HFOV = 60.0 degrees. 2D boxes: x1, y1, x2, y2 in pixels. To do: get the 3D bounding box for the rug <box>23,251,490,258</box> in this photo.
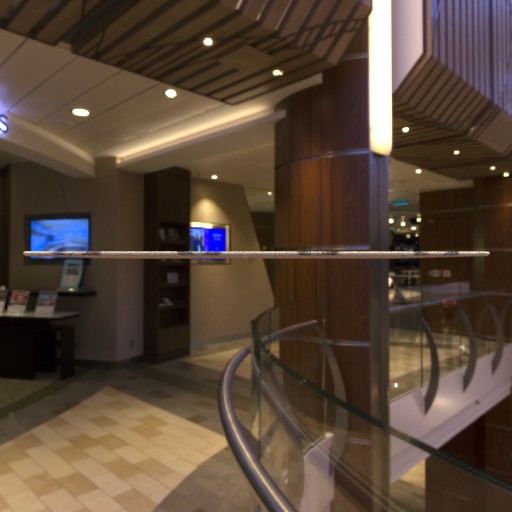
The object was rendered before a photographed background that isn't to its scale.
[{"bbox_3d":[0.000,0.000,3.442,2.701,0.026,1.801,0,-1,-1],"label":"rug"}]
